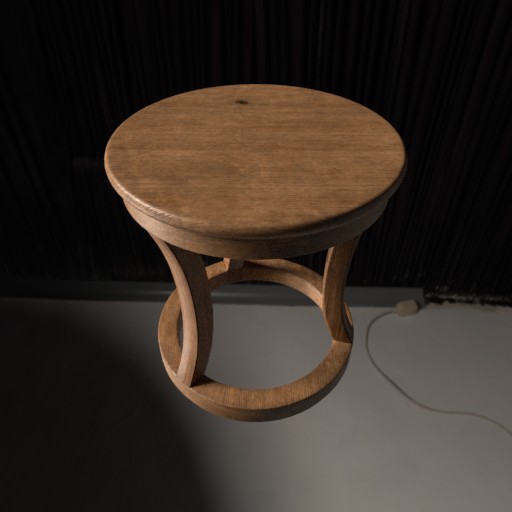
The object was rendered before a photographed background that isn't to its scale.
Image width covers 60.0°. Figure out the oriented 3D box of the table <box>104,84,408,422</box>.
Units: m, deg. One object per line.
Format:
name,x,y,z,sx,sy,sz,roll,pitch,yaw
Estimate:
table,0.000,0.000,0.797,0.432,0.460,0.432,0,41,0
